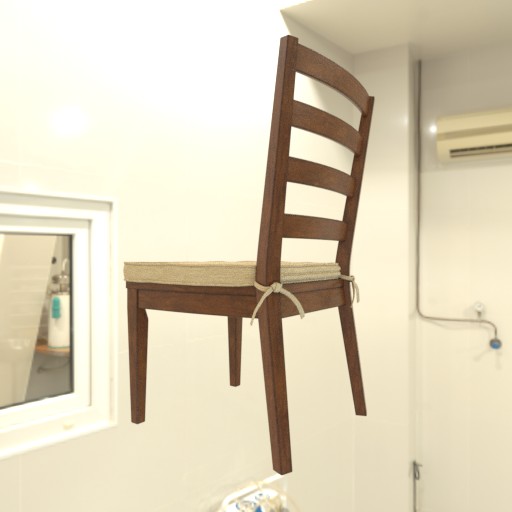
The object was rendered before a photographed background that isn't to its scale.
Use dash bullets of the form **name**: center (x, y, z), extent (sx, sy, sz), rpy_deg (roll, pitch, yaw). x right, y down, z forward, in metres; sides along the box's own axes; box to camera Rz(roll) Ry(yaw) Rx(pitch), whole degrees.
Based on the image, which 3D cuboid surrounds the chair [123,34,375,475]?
- **chair**: center (0.000, 0.000, 1.332), extent (0.595, 0.979, 0.593), rpy_deg (0, 0, 36)
